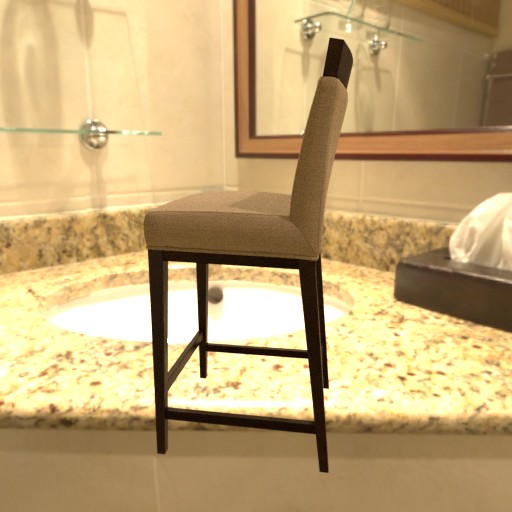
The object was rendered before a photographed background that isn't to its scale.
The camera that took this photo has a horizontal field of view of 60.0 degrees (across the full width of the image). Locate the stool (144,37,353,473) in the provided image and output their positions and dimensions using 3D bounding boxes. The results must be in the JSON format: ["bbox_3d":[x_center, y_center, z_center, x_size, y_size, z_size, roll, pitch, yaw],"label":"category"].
[{"bbox_3d":[0.000,0.000,1.371,0.531,1.117,0.511,2,14,9],"label":"stool"}]
